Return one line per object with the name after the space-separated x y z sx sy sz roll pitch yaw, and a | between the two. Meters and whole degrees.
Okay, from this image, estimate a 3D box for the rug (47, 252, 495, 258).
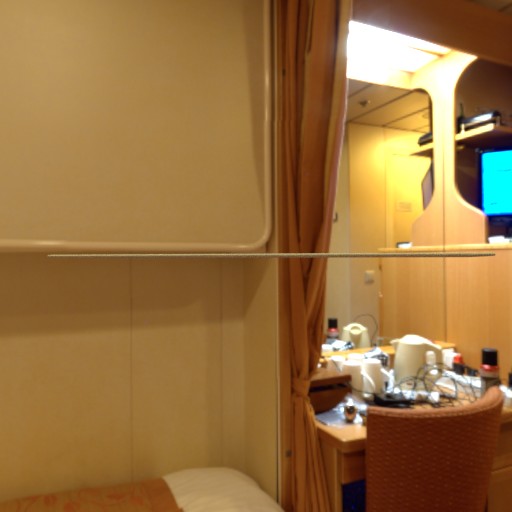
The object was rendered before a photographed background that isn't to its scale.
0.000 0.000 2.477 2.276 0.014 0.678 0 -1 18 | rug
